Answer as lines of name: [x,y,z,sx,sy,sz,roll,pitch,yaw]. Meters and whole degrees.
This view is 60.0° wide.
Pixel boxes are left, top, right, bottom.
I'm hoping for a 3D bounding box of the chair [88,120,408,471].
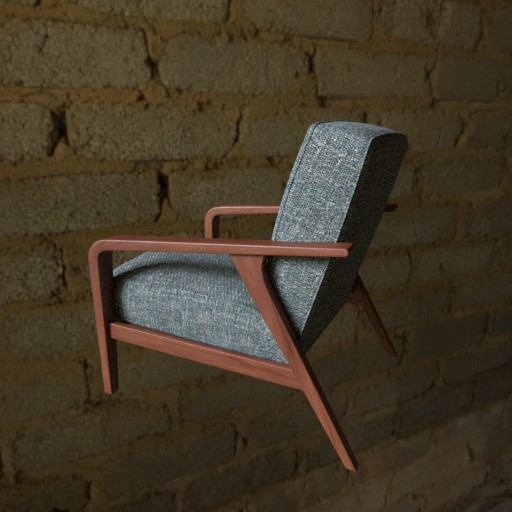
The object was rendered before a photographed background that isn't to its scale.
chair: [0.000,0.000,1.489,0.889,0.864,0.719,7,17,25]
